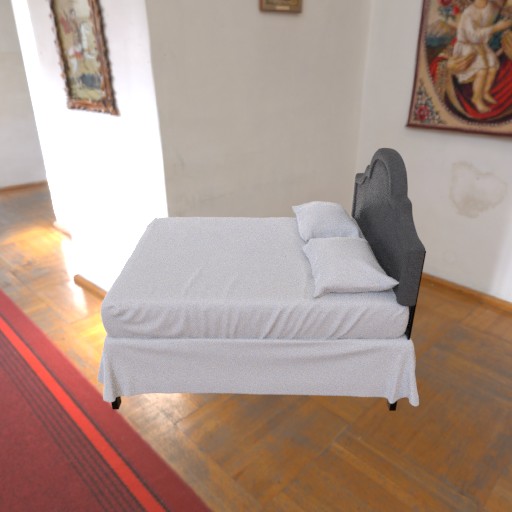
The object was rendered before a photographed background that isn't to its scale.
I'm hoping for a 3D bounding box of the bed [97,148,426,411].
[{"bbox_3d":[0.000,0.000,3.427,2.222,1.634,1.780,0,26,0],"label":"bed"}]
